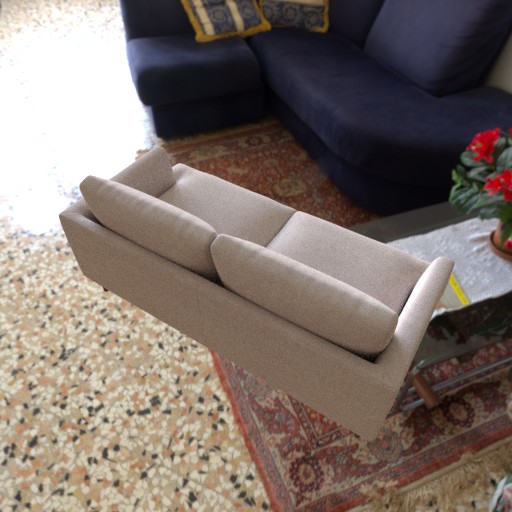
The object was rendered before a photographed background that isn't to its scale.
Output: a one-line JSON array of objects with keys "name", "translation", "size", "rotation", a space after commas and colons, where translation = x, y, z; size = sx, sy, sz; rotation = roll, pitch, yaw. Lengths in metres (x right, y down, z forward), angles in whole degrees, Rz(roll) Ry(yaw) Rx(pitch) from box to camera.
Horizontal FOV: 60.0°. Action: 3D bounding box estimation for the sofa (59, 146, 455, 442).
[{"name": "sofa", "translation": [0.000, 0.000, 2.504], "size": [1.948, 0.868, 1.020], "rotation": [25, 51, 22]}]
